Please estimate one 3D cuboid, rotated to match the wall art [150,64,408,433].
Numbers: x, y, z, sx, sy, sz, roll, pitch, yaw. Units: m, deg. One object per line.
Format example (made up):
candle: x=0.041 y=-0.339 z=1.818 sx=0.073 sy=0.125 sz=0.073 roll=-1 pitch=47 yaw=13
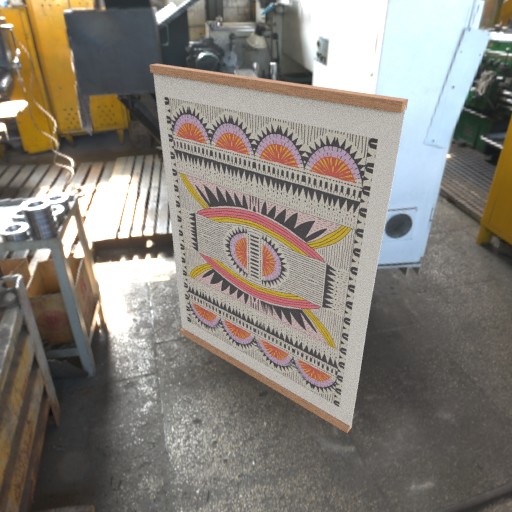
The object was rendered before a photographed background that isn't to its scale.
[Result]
wall art: x=0.000 y=0.000 z=1.349 sx=0.765 sy=1.016 sz=0.028 roll=22 pitch=38 yaw=32
